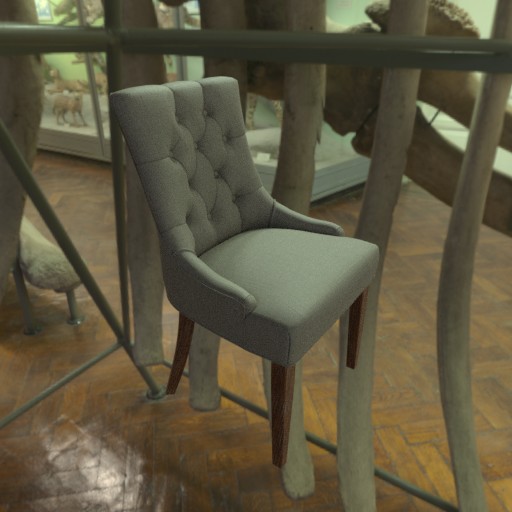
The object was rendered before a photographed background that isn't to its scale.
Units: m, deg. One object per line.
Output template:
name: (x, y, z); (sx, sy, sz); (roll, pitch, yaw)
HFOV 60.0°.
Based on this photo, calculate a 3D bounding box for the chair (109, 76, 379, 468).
chair: (0.000, 0.000, 1.220); (0.565, 0.874, 0.509); (18, 32, 31)
